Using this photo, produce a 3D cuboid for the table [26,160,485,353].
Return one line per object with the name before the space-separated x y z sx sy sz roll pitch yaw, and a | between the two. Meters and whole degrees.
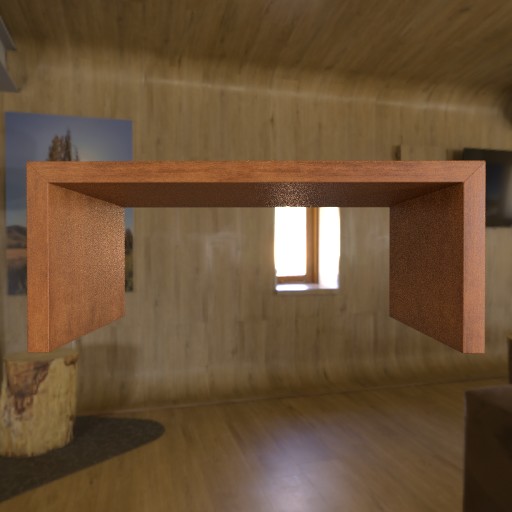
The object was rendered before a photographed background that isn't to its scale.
table | 0.000 0.000 1.240 1.000 0.419 0.549 0 1 0
